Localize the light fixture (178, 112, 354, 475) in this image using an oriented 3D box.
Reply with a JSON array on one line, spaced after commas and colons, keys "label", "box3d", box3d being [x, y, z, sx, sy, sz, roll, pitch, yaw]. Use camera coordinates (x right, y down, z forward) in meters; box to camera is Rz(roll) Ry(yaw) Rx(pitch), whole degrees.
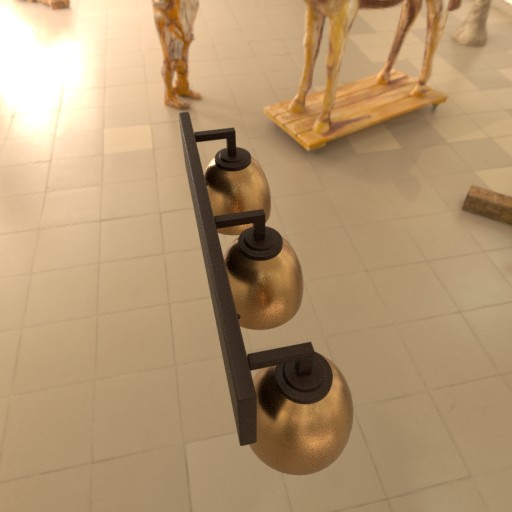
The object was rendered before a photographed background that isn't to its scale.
[{"label": "light fixture", "box3d": [0.000, 0.000, 0.676, 0.157, 0.204, 0.582, -9, 47, -9]}]
